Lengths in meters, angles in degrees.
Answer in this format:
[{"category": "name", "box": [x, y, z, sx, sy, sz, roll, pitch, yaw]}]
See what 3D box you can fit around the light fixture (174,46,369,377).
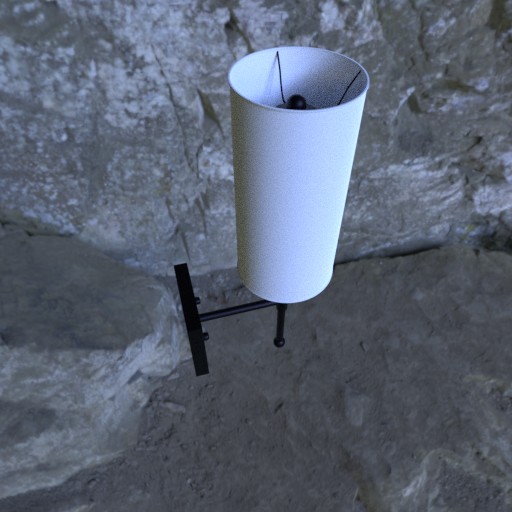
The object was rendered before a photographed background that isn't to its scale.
[{"category": "light fixture", "box": [0.000, 0.000, 0.566, 0.208, 0.462, 0.128, -12, 48, -11]}]
